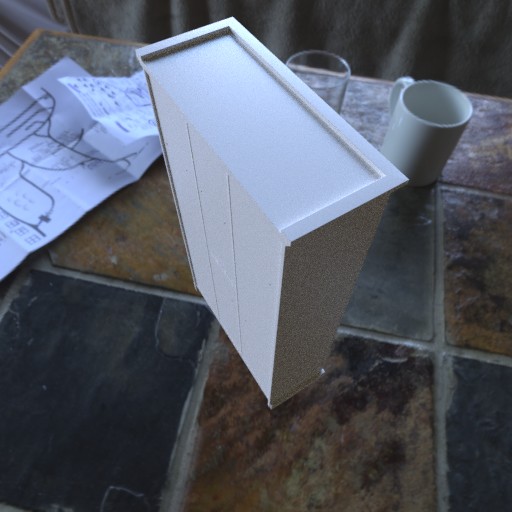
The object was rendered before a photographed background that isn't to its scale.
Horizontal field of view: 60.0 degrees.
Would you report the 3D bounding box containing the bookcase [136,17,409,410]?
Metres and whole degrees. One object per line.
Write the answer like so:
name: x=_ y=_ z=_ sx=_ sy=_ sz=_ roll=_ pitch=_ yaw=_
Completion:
bookcase: x=0.000 y=0.000 z=2.301 sx=0.432 sy=1.880 sz=1.050 roll=-28 pitch=61 yaw=-17
